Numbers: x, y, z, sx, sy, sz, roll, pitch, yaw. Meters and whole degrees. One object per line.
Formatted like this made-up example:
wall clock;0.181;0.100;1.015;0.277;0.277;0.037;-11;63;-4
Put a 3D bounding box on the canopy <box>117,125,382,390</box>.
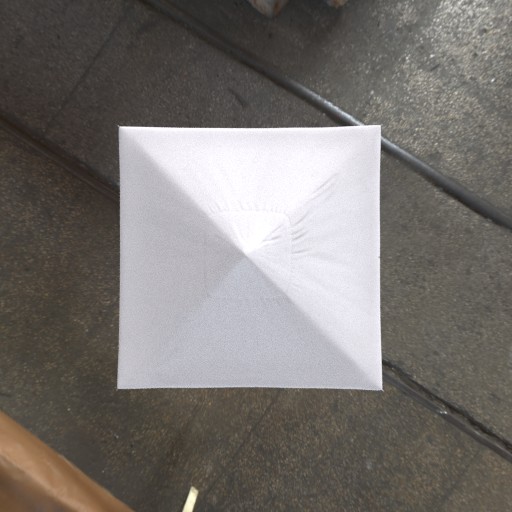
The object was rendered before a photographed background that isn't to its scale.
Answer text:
canopy;0.000;0.000;5.542;3.121;2.997;3.043;0;89;1
